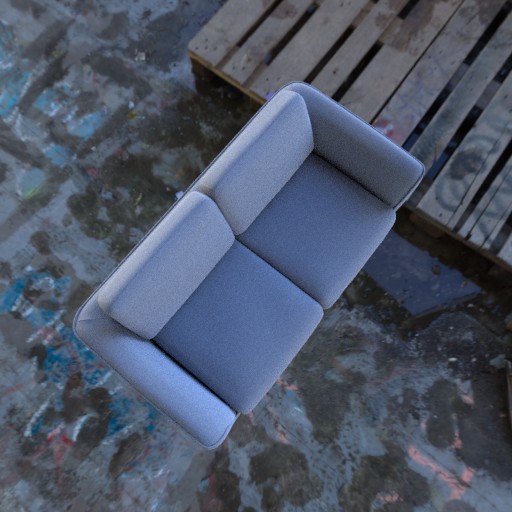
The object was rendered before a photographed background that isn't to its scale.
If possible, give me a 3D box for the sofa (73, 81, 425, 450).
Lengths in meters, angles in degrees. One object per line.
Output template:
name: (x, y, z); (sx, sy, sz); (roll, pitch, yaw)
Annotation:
sofa: (0.000, 0.000, 2.261); (0.920, 0.850, 1.700); (38, 78, 9)
